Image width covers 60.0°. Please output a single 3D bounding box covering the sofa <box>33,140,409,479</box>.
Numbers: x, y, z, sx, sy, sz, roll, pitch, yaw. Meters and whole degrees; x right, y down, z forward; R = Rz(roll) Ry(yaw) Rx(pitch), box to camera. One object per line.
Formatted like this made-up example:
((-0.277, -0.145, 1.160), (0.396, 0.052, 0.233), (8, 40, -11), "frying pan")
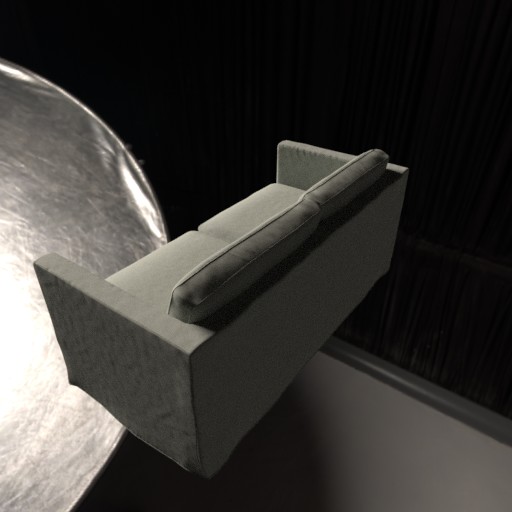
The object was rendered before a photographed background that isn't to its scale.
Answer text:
((0.000, 0.000, 2.447), (0.940, 0.870, 1.987), (22, 39, 30), "sofa")
